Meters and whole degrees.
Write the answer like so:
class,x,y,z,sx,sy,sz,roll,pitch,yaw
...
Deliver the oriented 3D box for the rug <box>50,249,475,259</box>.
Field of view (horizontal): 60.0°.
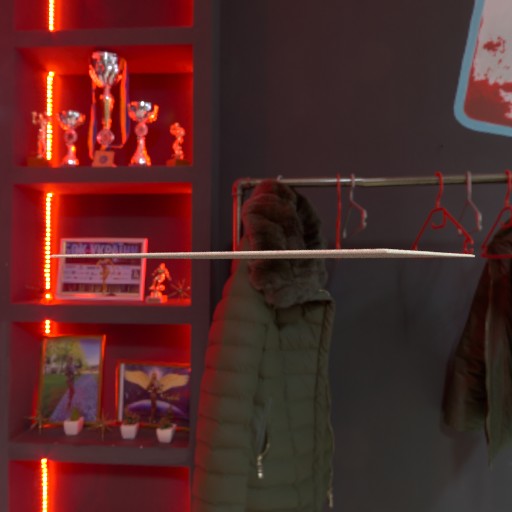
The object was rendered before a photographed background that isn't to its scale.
class,x,y,z,sx,sy,sz,roll,pitch,yaw
rug,0.000,0.000,2.292,1.839,0.012,1.219,-1,-1,37
